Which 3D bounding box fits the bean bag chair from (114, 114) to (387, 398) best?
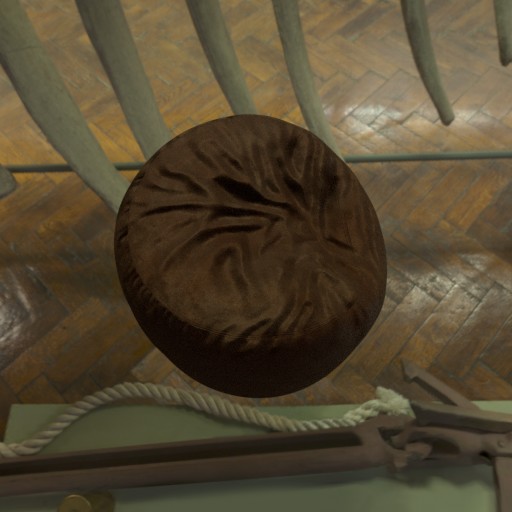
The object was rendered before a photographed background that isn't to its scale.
[{"bbox_3d":[0.000,0.000,1.564,0.918,0.616,0.918,0,63,0],"label":"bean bag chair"}]
